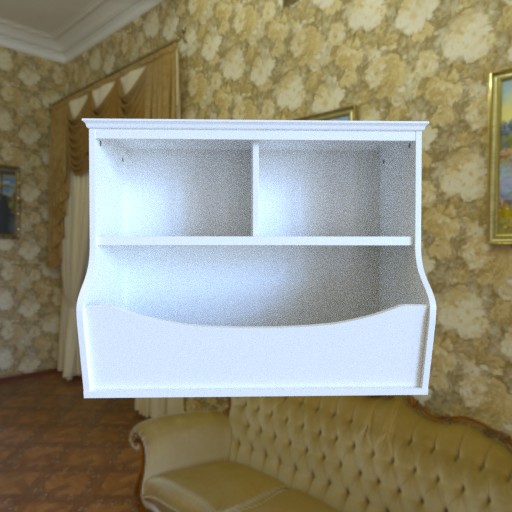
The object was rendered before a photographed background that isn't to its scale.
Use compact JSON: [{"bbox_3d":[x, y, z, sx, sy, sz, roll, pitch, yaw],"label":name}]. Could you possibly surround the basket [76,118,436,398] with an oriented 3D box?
[{"bbox_3d":[0.000,0.000,1.134,0.792,0.625,0.376,0,1,-2],"label":"basket"}]
